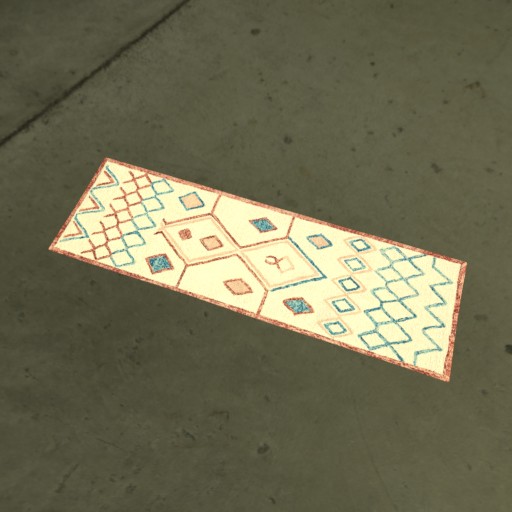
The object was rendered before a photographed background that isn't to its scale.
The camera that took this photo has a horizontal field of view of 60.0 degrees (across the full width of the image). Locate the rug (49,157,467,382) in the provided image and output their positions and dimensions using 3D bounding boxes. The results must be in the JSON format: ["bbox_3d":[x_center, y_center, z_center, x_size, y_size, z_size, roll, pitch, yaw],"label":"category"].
[{"bbox_3d":[0.000,0.000,2.696,2.435,0.011,0.750,17,65,8],"label":"rug"}]
